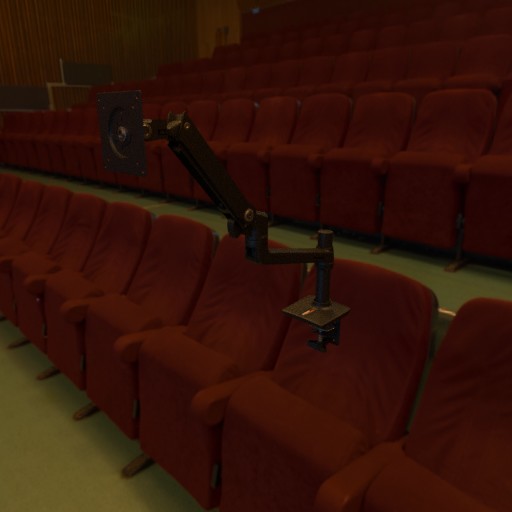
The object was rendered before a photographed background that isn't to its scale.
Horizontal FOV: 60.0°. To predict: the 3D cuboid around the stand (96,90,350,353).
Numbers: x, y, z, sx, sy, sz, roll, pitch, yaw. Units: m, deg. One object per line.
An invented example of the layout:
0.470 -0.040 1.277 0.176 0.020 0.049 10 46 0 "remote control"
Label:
0.000 0.000 1.058 0.152 0.713 0.650 17 24 42 "stand"
